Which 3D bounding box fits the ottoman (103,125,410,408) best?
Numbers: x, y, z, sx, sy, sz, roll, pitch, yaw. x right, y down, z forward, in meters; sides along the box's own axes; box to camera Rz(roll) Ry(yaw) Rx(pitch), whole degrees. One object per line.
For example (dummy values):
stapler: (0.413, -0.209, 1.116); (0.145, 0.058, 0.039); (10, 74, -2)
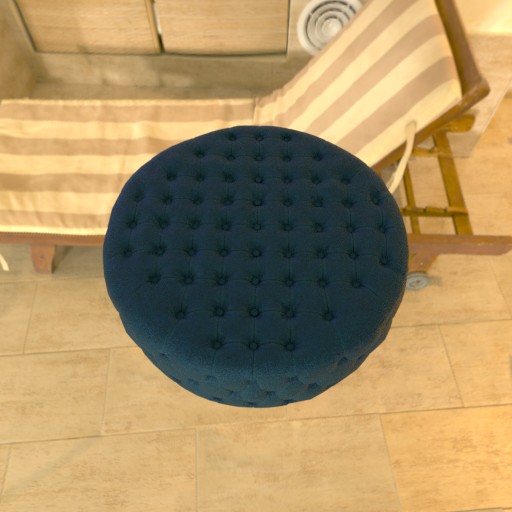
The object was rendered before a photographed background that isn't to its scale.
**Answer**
ottoman: (0.000, 0.000, 1.558); (0.998, 0.398, 0.998); (0, 58, 0)
